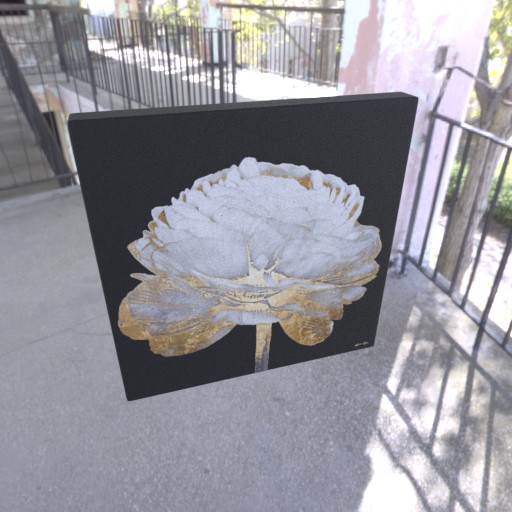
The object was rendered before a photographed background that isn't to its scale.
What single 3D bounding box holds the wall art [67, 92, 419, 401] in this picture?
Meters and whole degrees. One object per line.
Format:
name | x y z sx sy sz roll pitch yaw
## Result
wall art | 0.000 0.000 0.612 0.406 0.407 0.041 -9 32 -14
